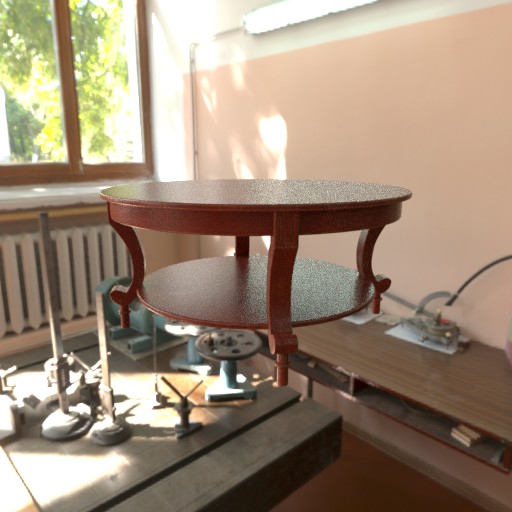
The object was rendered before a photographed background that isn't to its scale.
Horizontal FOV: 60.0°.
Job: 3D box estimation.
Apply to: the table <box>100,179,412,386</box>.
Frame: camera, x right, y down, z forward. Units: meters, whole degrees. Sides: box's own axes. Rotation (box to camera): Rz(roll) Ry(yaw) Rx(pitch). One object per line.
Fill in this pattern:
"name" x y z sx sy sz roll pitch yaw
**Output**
"table" 0.000 0.000 1.588 1.029 0.486 1.029 0 13 0
